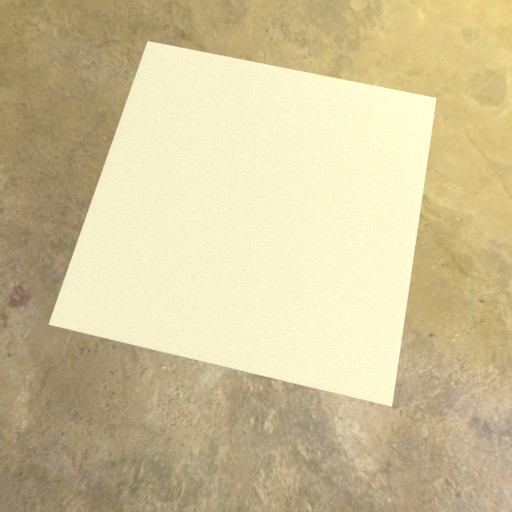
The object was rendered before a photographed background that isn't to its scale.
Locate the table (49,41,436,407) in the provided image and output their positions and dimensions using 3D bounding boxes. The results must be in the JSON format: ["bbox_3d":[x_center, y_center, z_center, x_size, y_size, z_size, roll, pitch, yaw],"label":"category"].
[{"bbox_3d":[0.000,0.000,0.756,0.381,0.483,0.381,13,75,3],"label":"table"}]
